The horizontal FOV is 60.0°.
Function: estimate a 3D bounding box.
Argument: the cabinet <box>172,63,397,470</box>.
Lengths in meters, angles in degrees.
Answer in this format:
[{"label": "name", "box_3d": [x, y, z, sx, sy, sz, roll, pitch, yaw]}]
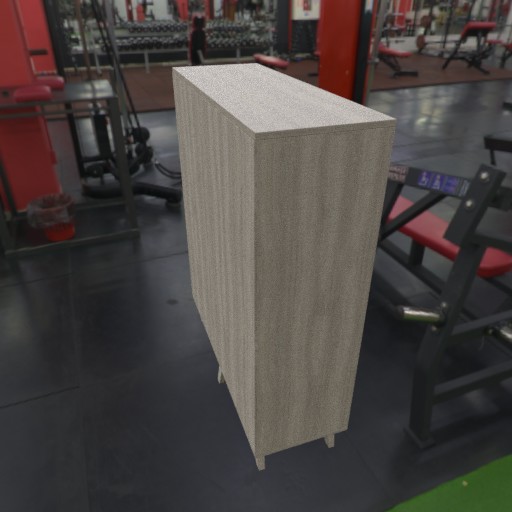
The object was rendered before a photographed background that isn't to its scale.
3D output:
[{"label": "cabinet", "box_3d": [0.000, 0.000, 1.916, 0.398, 1.388, 1.111, -10, 32, -16]}]
